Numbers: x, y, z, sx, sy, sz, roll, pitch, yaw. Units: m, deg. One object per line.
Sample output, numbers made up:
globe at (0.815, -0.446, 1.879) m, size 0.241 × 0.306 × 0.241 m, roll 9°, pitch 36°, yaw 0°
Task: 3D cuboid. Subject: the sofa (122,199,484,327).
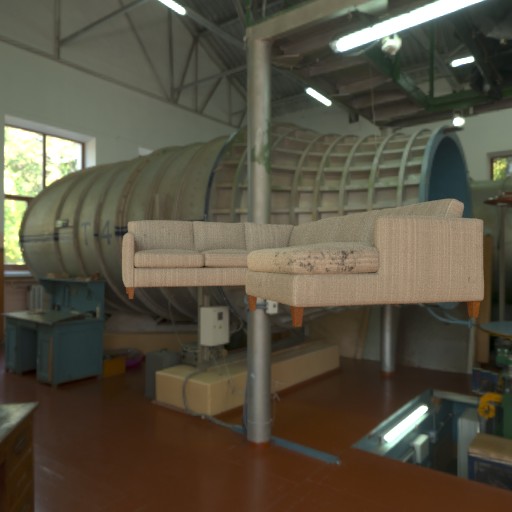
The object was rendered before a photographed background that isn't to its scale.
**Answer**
sofa at (0.000, 0.000, 4.593) m, size 2.594 × 0.961 × 3.460 m, roll 0°, pitch -1°, yaw -18°
